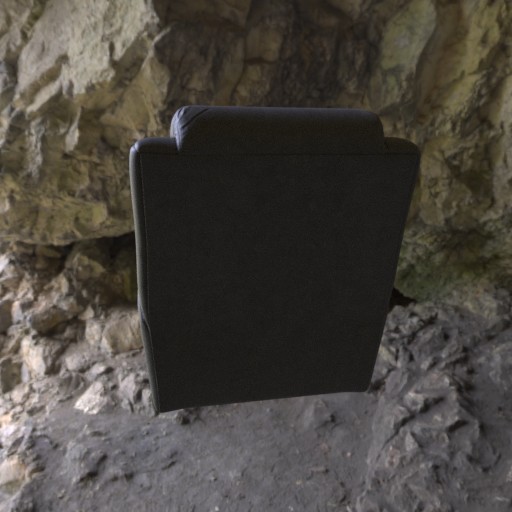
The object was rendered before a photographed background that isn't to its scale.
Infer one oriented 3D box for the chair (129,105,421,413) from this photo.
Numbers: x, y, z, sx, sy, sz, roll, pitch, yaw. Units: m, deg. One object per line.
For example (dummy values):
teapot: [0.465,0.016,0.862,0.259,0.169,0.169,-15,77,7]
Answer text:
chair: [0.000,0.000,1.865,0.967,1.116,1.068,-2,13,-10]
